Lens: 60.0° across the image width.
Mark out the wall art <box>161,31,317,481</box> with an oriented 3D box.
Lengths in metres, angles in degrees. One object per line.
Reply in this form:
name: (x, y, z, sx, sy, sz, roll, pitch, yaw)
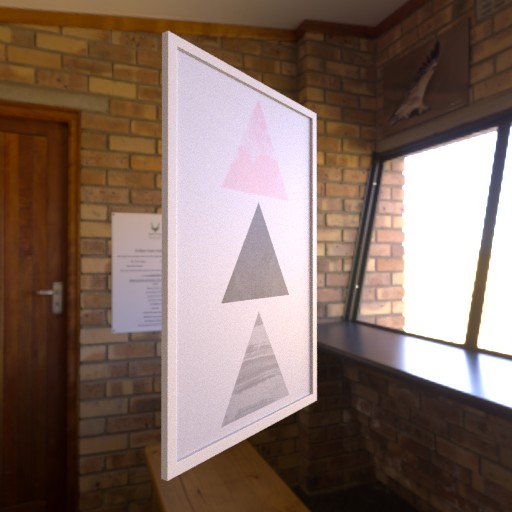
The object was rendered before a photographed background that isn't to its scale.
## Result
wall art: (0.000, 0.000, 0.833, 0.013, 0.656, 0.456, 0, -1, 36)
